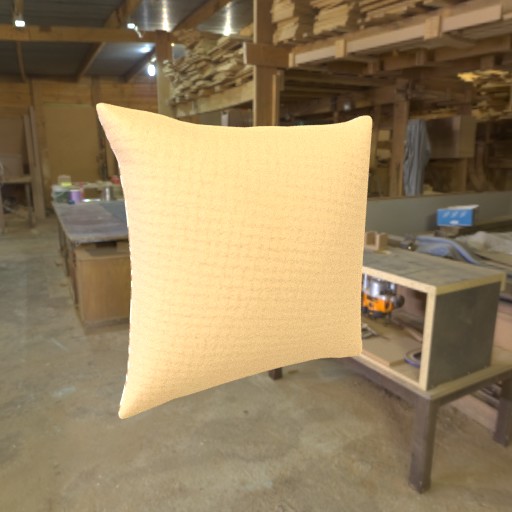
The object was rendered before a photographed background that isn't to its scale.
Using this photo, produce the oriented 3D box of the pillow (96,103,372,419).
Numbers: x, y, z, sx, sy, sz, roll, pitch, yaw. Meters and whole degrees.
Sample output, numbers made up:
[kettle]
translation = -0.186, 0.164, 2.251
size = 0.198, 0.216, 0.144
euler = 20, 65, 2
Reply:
[pillow]
translation = 0.000, 0.000, 0.649
size = 0.419, 0.407, 0.173
euler = -7, 15, -27
